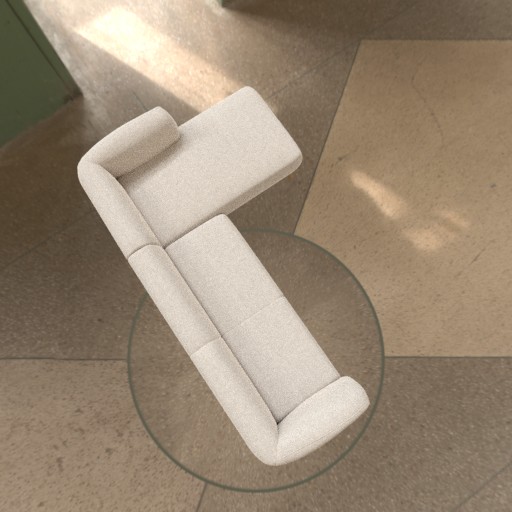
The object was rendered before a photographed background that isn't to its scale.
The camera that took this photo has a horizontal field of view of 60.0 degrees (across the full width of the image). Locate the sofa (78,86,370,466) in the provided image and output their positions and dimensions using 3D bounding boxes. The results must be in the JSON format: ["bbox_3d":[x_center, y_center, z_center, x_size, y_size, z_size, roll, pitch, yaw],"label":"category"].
[{"bbox_3d":[0.000,0.000,3.427,1.610,0.730,2.660,-34,80,-7],"label":"sofa"}]
